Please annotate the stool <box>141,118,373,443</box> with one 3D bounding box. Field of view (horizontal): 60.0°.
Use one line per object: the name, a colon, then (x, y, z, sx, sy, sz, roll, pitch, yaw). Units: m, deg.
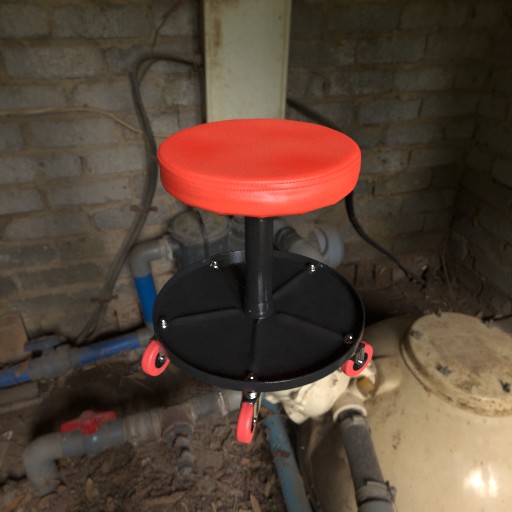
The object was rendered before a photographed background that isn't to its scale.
stool: (0.000, 0.000, 0.698, 0.382, 0.365, 0.381, 20, 37, 29)
